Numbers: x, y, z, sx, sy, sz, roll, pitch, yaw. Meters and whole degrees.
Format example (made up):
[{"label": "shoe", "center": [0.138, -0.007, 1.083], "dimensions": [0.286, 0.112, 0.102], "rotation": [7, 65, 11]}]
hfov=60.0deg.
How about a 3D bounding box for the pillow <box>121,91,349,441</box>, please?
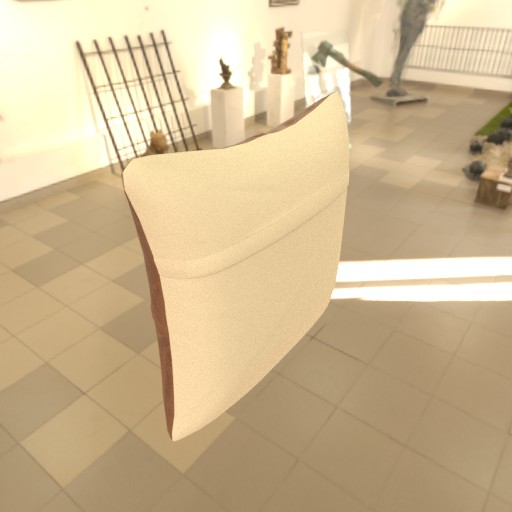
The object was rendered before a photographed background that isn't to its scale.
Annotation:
[{"label": "pillow", "center": [0.000, 0.000, 0.745], "dimensions": [0.192, 0.470, 0.484], "rotation": [22, 38, 31]}]
